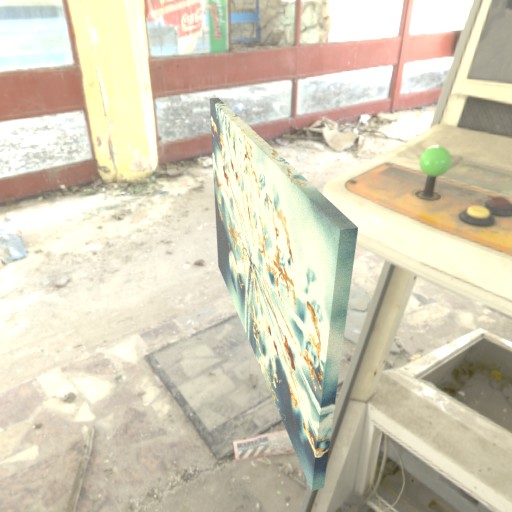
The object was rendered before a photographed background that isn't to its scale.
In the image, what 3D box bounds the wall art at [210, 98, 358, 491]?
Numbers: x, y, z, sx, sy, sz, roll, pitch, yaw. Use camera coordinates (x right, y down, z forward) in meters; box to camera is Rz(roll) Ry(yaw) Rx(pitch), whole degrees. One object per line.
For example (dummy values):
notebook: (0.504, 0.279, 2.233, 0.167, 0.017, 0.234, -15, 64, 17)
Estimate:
wall art: (0.000, 0.000, 1.425, 0.035, 0.759, 1.138, -9, 32, -14)
